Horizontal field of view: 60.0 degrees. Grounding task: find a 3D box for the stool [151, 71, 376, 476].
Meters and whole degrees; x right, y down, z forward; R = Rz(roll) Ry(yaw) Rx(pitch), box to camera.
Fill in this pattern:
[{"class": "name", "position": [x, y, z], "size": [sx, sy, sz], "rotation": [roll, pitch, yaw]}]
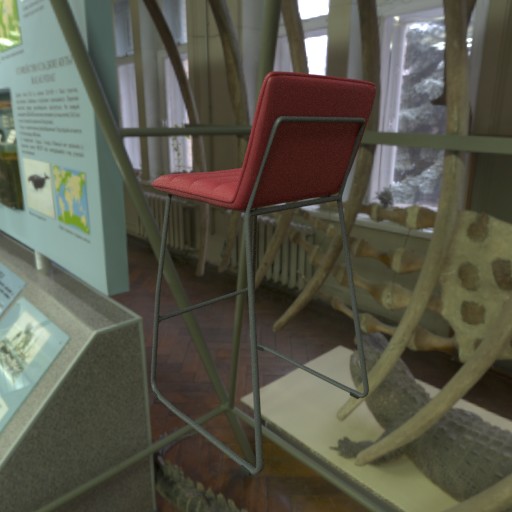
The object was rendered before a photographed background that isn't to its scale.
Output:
[{"class": "stool", "position": [0.000, 0.000, 1.281], "size": [0.489, 0.937, 0.524], "rotation": [-15, 22, -41]}]
